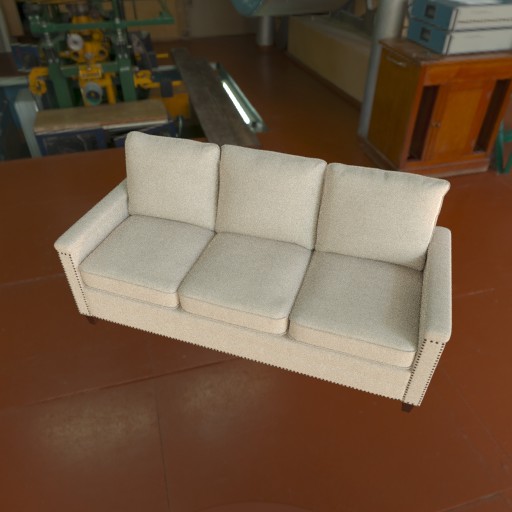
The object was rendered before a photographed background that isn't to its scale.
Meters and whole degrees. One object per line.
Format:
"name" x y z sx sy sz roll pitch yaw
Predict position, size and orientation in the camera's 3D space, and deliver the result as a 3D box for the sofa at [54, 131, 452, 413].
"sofa" 0.000 0.000 2.391 1.925 0.961 0.828 12 41 14
